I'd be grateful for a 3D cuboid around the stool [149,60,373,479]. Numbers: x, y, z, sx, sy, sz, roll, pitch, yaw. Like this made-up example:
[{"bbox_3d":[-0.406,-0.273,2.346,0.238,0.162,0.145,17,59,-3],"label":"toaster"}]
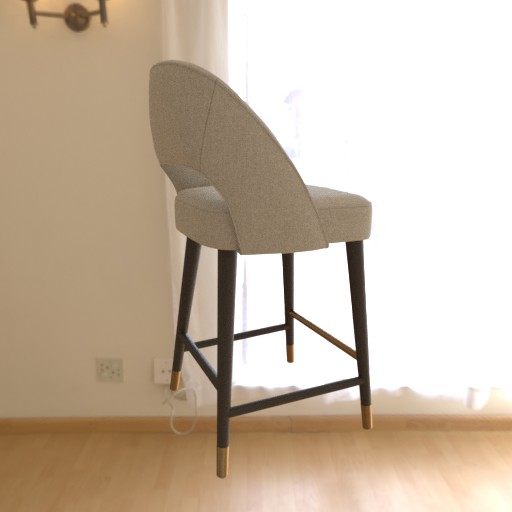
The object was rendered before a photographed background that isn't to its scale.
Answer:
[{"bbox_3d":[0.000,0.000,1.205,0.509,0.940,0.494,-7,15,-25],"label":"stool"}]
